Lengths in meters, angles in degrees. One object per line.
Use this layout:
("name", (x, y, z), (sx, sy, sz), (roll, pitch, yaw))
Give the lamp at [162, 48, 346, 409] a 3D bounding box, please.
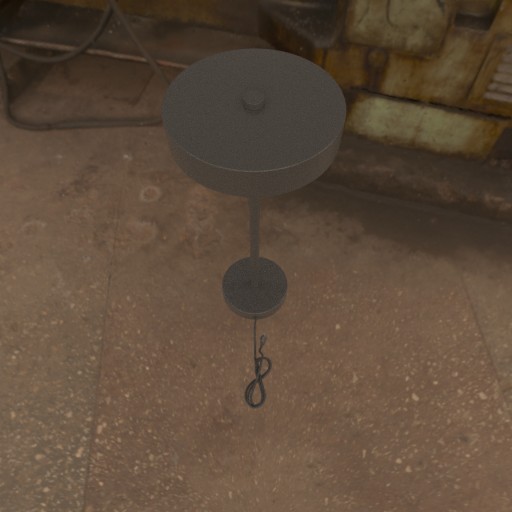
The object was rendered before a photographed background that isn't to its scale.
("lamp", (0.000, 0.000, 0.721), (0.229, 0.508, 0.369), (-2, 58, -1))
